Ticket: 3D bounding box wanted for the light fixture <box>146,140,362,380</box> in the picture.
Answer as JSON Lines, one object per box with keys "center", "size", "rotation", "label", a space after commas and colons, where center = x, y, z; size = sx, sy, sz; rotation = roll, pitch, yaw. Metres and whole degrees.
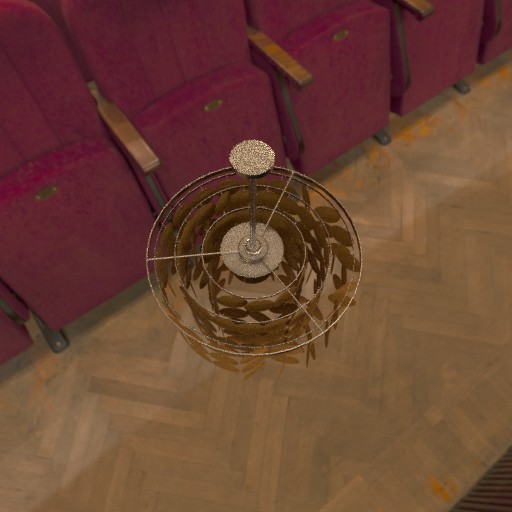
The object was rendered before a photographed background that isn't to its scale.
{"center": [0.000, 0.000, 0.745], "size": [0.368, 0.492, 0.368], "rotation": [0, 62, 0], "label": "light fixture"}
